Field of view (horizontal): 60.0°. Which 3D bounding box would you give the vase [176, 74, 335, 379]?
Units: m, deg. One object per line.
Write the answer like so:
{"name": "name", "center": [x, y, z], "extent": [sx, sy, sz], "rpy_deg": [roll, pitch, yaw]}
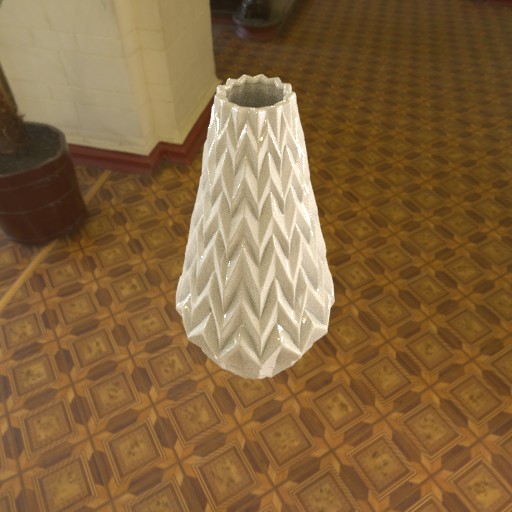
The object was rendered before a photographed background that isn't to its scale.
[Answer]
{"name": "vase", "center": [0.000, 0.000, 0.423], "extent": [0.167, 0.328, 0.167], "rpy_deg": [0, 47, 0]}
